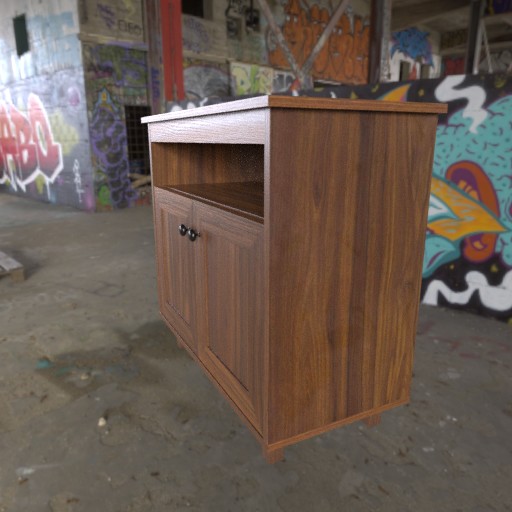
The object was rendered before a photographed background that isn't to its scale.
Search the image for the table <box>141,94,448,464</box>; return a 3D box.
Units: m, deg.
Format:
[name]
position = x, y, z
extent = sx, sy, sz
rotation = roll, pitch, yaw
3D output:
[table]
position = 0.000, 0.000, 1.173
extent = 0.390, 0.725, 0.802
rotation = -7, 16, -26
